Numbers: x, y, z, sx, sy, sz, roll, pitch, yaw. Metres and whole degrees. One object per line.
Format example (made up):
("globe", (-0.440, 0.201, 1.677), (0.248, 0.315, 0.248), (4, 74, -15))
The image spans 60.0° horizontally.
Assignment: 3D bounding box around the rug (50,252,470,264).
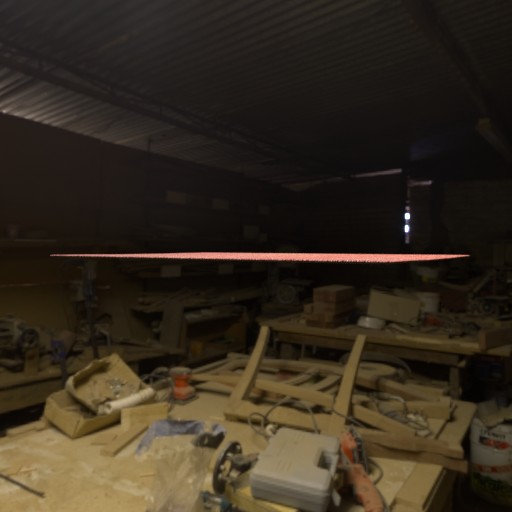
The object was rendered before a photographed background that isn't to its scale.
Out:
("rug", (0.000, 0.000, 2.194), (1.747, 0.011, 1.139), (1, 1, 36))
